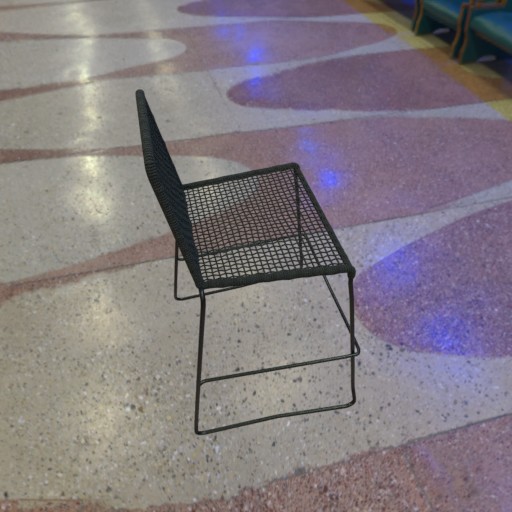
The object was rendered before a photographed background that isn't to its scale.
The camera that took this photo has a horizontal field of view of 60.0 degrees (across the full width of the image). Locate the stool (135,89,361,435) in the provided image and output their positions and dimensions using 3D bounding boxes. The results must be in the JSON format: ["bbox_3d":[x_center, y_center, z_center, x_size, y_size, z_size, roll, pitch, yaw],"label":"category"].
[{"bbox_3d":[0.000,0.000,1.233,0.509,0.905,0.590,-10,47,-10],"label":"stool"}]
